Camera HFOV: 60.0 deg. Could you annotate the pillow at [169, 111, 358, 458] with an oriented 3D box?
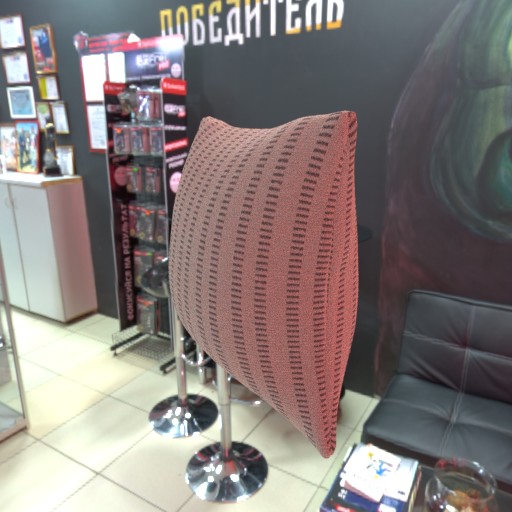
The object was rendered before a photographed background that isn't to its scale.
[{"bbox_3d":[0.000,0.000,0.686,0.247,0.419,0.438,-8,18,-25],"label":"pillow"}]
